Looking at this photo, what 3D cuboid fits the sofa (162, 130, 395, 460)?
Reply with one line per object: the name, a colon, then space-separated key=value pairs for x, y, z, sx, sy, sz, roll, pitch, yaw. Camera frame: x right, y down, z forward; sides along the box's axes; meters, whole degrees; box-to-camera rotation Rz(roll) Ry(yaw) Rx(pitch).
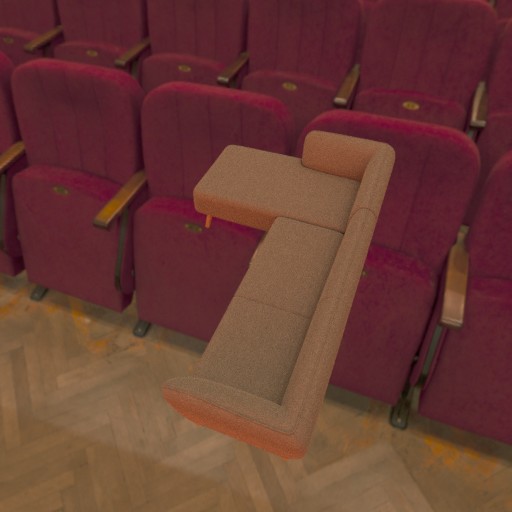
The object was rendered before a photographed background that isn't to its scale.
sofa: x=0.000 y=0.000 z=3.283 sx=1.532 sy=0.693 sz=2.653 roll=16 pitch=49 yaw=14
